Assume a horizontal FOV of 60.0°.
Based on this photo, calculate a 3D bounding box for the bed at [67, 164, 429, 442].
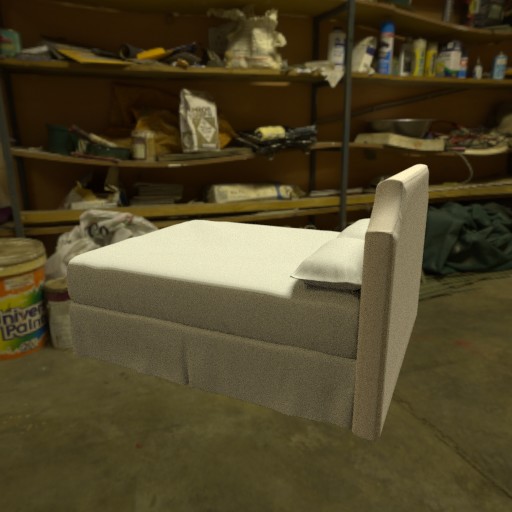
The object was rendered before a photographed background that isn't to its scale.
[{"bbox_3d":[0.000,0.000,3.243,2.164,1.297,1.828,7,16,24],"label":"bed"}]
